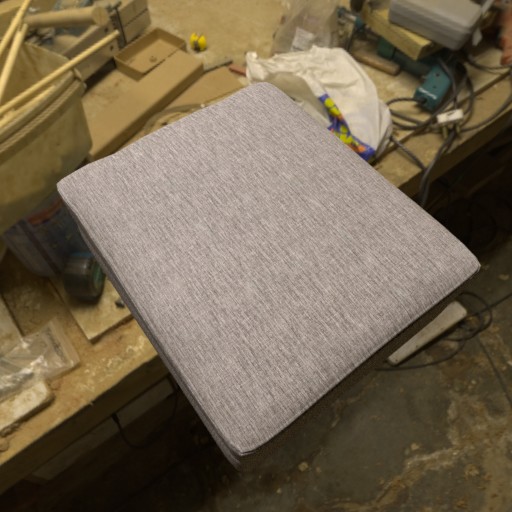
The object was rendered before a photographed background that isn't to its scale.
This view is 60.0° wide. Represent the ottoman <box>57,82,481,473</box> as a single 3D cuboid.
[{"bbox_3d":[0.000,0.000,1.436,0.839,0.492,0.994,-33,64,-18],"label":"ottoman"}]
